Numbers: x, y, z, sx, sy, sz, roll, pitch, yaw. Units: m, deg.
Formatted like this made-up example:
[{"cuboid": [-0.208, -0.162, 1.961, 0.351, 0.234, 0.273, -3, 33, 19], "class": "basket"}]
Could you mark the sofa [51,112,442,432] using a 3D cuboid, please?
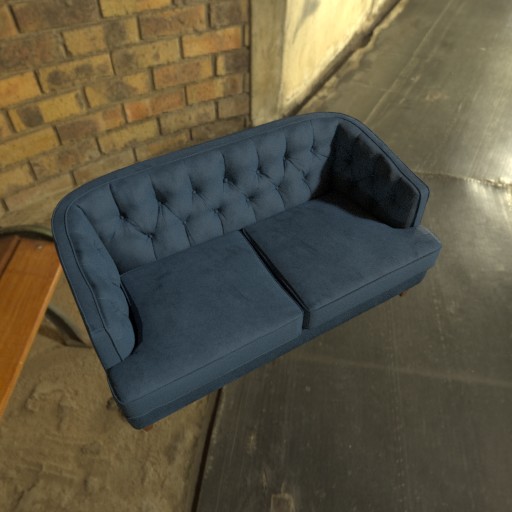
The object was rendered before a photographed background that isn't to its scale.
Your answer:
[{"cuboid": [0.000, 0.000, 2.254, 1.733, 0.854, 0.941, -23, 51, -20], "class": "sofa"}]
